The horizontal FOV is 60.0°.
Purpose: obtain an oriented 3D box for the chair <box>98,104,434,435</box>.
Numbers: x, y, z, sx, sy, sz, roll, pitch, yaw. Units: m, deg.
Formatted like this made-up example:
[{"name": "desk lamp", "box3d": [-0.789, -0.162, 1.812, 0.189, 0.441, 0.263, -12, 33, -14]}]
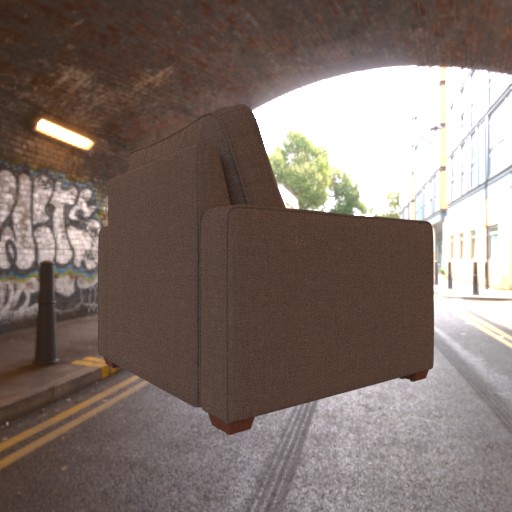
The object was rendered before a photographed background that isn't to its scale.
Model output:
[{"name": "chair", "box3d": [0.000, 0.000, 1.756, 0.940, 0.919, 1.017, 0, 0, -37]}]
